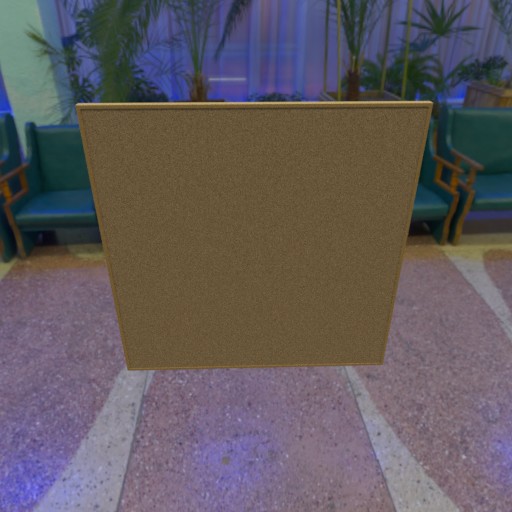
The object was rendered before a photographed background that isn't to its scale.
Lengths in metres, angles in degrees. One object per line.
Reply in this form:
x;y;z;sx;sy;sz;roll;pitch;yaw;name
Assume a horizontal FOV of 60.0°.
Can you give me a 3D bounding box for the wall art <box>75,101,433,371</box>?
0.000;0.000;0.684;0.457;0.455;0.013;-1;30;-2;wall art
